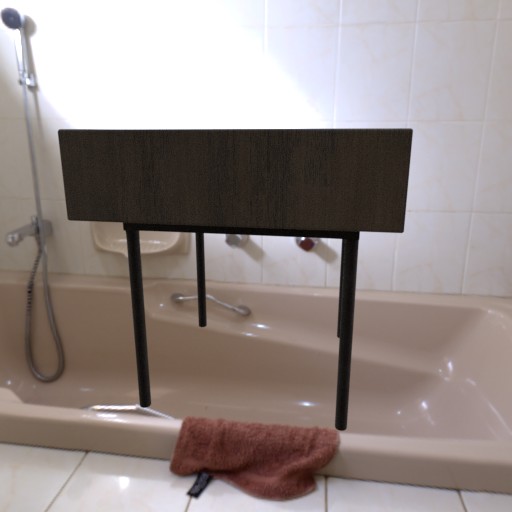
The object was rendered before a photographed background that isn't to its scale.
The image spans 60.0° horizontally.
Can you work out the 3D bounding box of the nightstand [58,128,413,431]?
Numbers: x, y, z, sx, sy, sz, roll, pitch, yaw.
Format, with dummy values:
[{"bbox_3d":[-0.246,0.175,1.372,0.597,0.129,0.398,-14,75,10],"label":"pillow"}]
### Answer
[{"bbox_3d":[0.000,0.000,0.911,0.503,0.497,0.502,3,16,10],"label":"nightstand"}]
